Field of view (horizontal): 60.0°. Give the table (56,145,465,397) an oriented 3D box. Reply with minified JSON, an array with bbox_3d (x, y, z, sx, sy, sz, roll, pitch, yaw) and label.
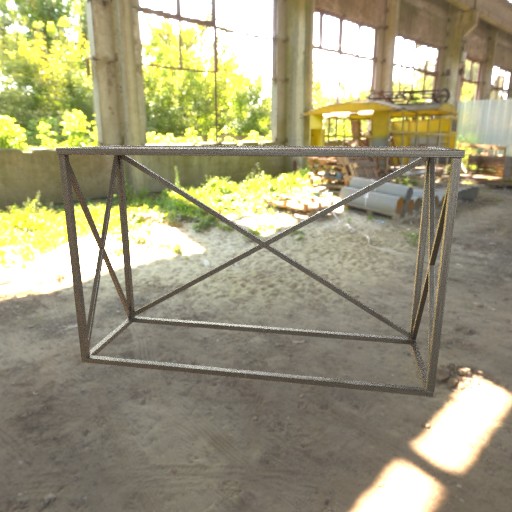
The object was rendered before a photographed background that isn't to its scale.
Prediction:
[{"bbox_3d":[0.000,0.000,1.581,1.216,0.753,0.402,3,15,10],"label":"table"}]
